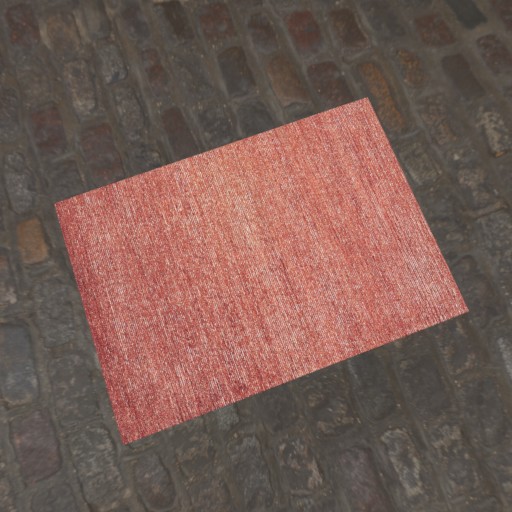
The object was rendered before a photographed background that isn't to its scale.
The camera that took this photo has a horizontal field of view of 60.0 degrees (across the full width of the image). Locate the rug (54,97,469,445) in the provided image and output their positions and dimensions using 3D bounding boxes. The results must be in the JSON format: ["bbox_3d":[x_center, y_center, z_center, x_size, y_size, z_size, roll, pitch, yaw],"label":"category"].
[{"bbox_3d":[0.000,0.000,5.013,3.965,0.025,2.803,-20,78,-4],"label":"rug"}]
